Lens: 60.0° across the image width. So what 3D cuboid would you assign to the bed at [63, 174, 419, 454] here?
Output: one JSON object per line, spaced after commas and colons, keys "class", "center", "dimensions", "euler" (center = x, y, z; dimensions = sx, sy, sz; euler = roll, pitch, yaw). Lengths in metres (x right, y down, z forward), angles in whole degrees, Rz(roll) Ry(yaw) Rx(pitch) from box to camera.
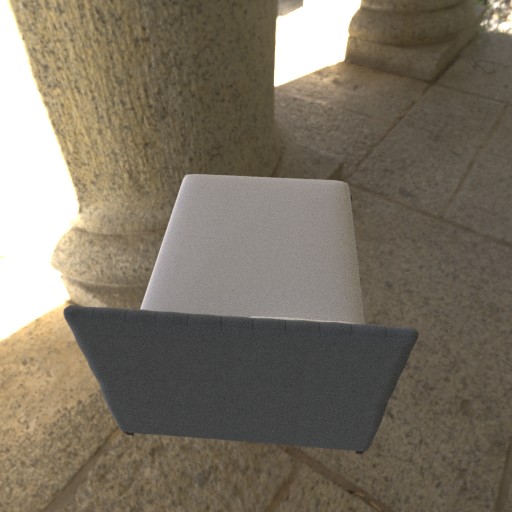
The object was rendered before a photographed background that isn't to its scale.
{"class": "bed", "center": [0.000, 0.000, 3.361], "dimensions": [1.698, 1.411, 2.335], "euler": [3, 46, 3]}
